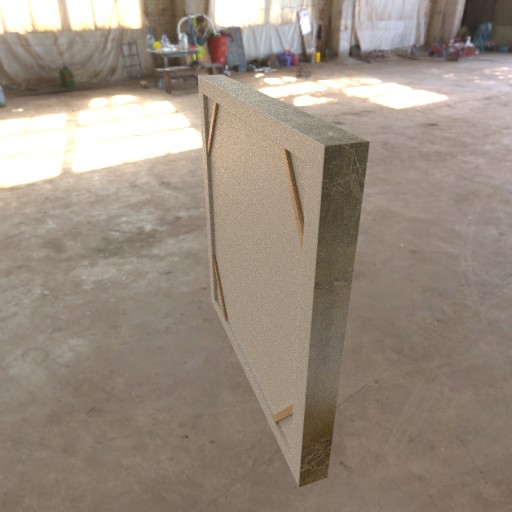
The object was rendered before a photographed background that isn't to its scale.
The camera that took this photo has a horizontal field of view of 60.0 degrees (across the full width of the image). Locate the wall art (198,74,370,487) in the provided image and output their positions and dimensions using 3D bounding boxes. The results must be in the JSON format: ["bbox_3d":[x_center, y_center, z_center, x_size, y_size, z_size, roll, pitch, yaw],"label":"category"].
[{"bbox_3d":[0.000,0.000,0.596,0.038,0.407,0.405,-10,31,-17],"label":"wall art"}]
